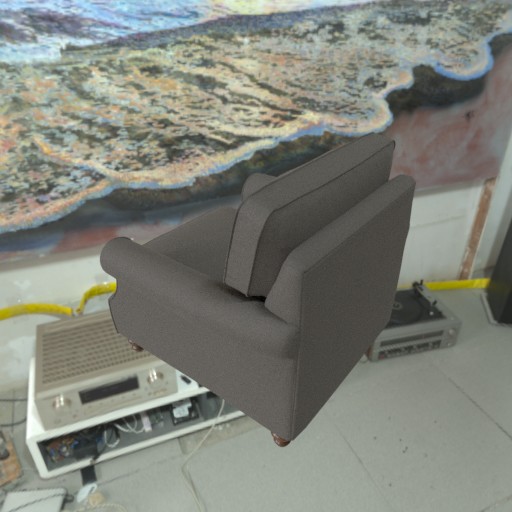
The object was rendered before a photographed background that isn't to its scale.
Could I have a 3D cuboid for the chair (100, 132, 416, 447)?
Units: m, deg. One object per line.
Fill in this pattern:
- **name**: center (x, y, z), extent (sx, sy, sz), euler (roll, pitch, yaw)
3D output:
- **chair**: center (0.000, 0.000, 1.841), extent (0.966, 0.967, 1.029), euler (22, 38, 32)
